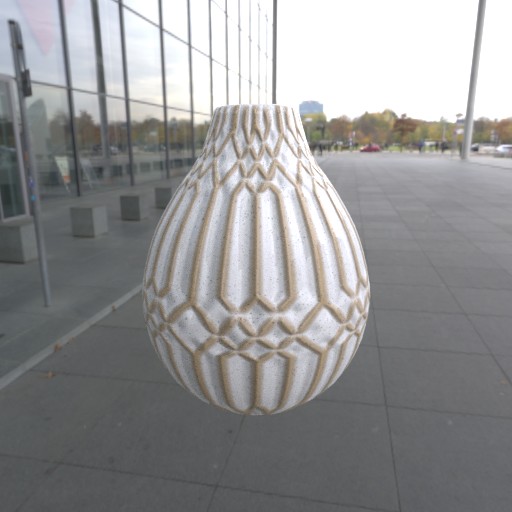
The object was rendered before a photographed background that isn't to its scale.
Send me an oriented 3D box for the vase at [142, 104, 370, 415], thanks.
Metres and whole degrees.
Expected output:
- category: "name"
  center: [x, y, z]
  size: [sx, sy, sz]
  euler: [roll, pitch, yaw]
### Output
- category: "vase"
  center: [0.000, 0.000, 0.313]
  size: [0.159, 0.200, 0.159]
  euler: [0, 14, 0]
